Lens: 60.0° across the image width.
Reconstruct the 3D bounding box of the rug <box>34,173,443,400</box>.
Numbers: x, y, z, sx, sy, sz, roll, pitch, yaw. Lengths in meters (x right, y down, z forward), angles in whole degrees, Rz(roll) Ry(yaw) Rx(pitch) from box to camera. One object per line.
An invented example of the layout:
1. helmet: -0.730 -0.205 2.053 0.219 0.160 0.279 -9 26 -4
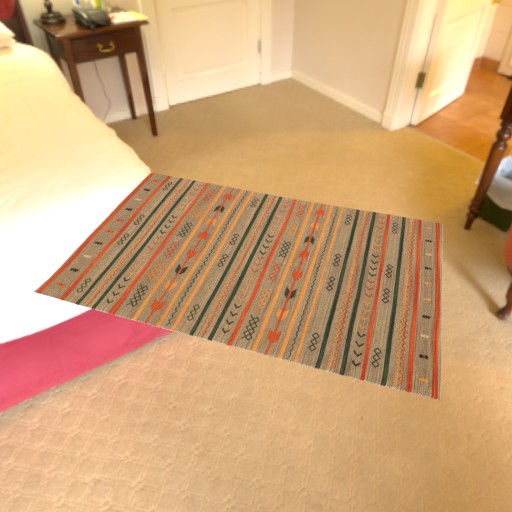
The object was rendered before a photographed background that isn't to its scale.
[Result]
1. rug: 0.000 0.000 3.044 2.439 0.029 1.537 12 43 13
